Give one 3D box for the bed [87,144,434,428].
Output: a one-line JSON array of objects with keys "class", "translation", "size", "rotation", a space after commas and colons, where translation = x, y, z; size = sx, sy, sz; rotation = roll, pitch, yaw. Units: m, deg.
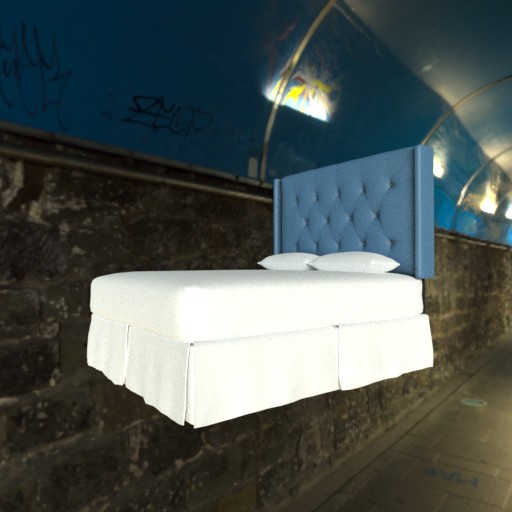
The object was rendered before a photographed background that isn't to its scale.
[{"class": "bed", "translation": [0.000, 0.000, 3.350], "size": [2.078, 1.665, 1.719], "rotation": [1, -1, -37]}]
